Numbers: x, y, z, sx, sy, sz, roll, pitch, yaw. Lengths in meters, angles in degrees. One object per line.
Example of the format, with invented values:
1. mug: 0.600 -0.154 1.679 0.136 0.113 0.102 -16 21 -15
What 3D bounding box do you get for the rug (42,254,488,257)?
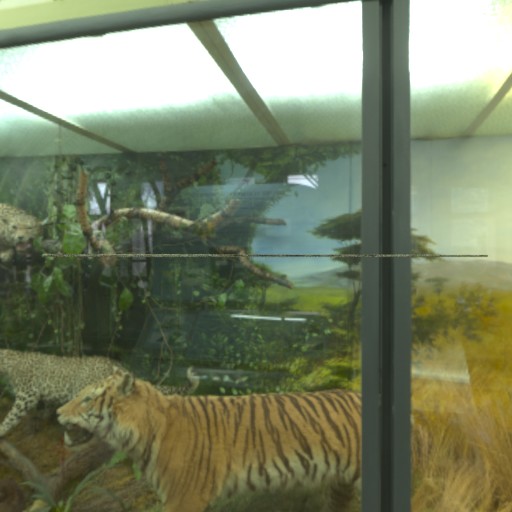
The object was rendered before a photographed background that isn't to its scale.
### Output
1. rug: 0.000 0.000 4.713 3.824 0.019 2.393 0 0 -18
